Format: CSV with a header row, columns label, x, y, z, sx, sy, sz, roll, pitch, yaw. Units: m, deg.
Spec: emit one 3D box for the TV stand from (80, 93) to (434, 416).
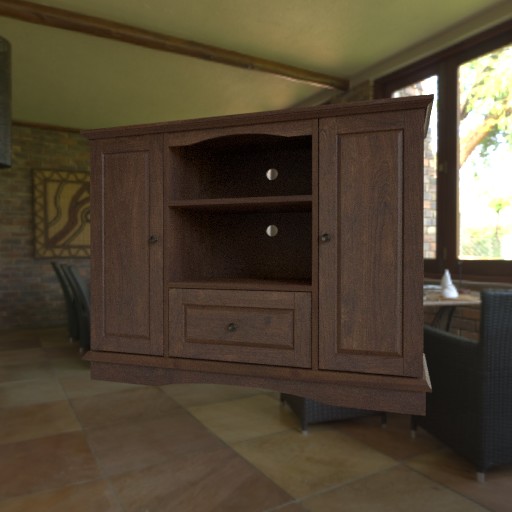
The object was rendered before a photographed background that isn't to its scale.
label,x,y,z,sx,sy,sz,roll,pitch,yaw
TV stand,0.000,0.000,1.463,1.067,0.813,0.406,0,1,18
